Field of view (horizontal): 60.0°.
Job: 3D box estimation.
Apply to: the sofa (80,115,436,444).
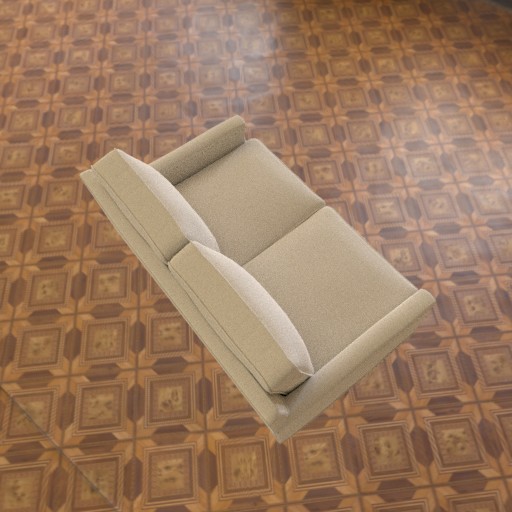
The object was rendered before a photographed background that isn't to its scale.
[{"bbox_3d":[0.000,0.000,2.366,1.084,1.003,1.597,-34,66,-18],"label":"sofa"}]
